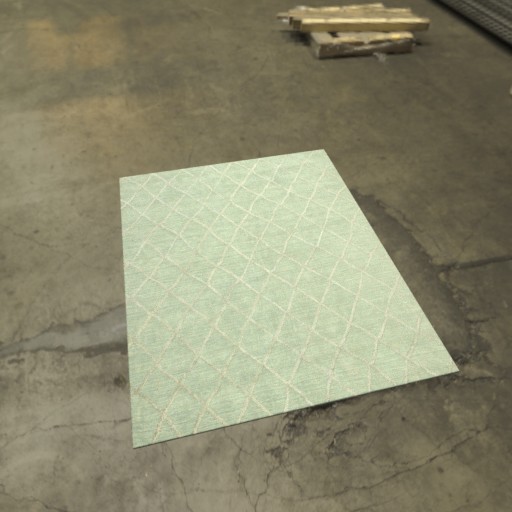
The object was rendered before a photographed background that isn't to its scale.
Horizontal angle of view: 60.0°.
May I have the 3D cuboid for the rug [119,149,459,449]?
[{"bbox_3d":[0.000,0.000,4.151,2.420,0.019,3.039,-10,48,-9],"label":"rug"}]
